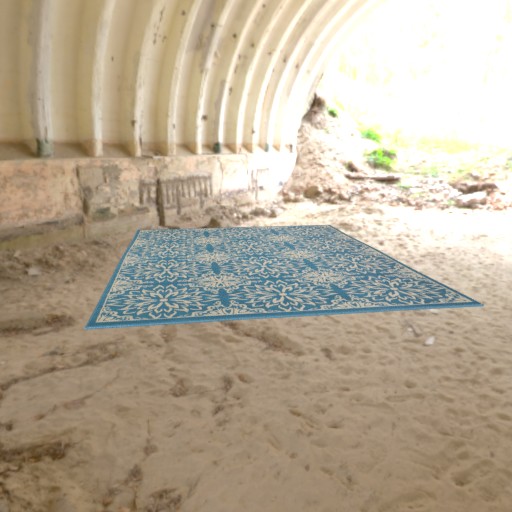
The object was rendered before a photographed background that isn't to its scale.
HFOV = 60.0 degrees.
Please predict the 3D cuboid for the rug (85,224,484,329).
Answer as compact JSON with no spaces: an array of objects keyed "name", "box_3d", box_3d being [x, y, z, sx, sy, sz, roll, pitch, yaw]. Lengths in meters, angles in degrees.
[{"name":"rug","box_3d":[0.000,0.000,3.947,2.350,0.018,2.964,-2,14,-9]}]
